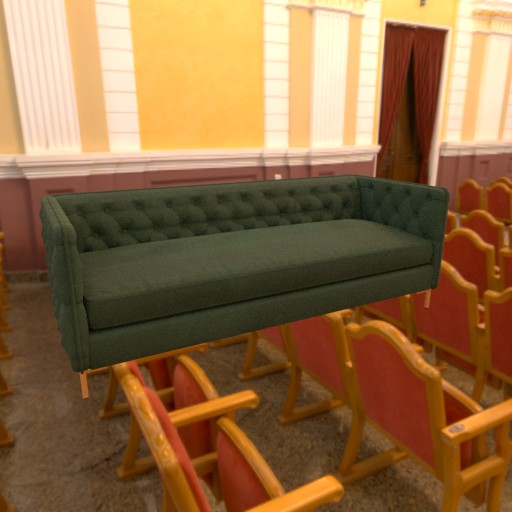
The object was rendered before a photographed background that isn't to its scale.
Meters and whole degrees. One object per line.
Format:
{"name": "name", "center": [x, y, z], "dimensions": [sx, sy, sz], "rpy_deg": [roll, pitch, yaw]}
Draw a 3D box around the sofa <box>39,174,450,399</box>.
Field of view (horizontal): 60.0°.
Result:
{"name": "sofa", "center": [0.000, 0.000, 2.603], "dimensions": [2.209, 0.771, 0.895], "rpy_deg": [-9, 19, -27]}
